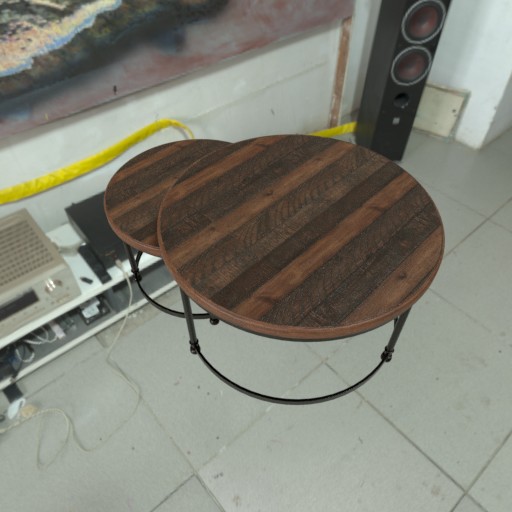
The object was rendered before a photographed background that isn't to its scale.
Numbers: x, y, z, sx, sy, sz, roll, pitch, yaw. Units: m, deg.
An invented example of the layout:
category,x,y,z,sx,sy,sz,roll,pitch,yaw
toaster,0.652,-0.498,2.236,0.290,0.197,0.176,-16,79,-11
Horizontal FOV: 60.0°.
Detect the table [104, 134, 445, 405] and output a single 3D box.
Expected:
category,x,y,z,sx,sy,sz,roll,pitch,yaw
table,0.000,0.000,1.588,1.152,0.516,0.870,15,49,13
